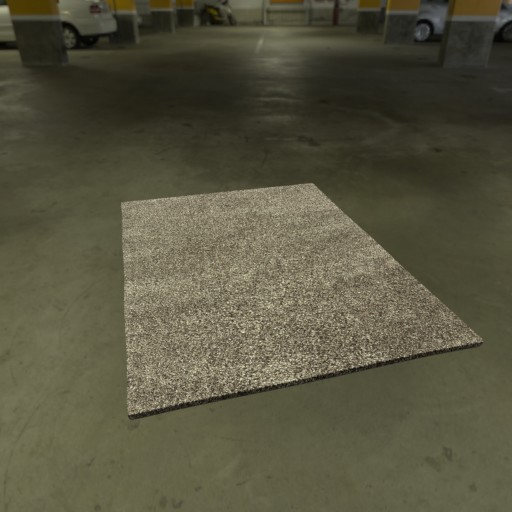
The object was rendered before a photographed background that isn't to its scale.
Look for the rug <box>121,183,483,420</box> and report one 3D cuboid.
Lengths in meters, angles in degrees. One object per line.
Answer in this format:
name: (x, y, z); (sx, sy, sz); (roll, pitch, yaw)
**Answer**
rug: (0.000, 0.000, 2.068); (1.198, 0.025, 1.601); (-8, 31, -13)
